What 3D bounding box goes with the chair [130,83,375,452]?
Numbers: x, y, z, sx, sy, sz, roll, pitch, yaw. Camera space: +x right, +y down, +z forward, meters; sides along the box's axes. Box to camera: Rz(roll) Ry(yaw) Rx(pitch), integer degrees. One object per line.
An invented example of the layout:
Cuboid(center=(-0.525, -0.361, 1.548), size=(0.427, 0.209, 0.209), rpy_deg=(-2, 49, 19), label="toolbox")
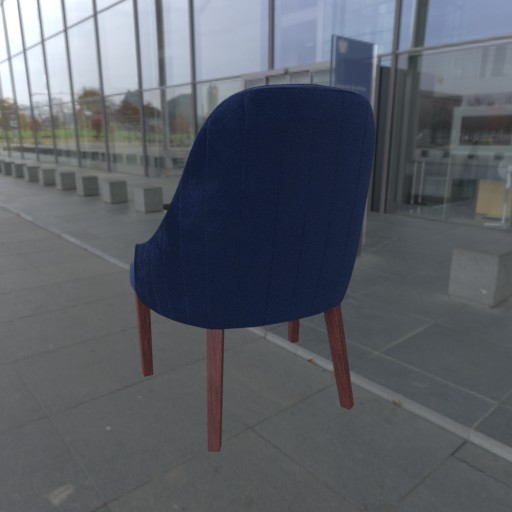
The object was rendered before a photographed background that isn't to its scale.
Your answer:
Cuboid(center=(0.000, 0.000, 1.289), size=(0.643, 0.889, 0.575), rpy_deg=(-7, 17, -25), label="chair")
